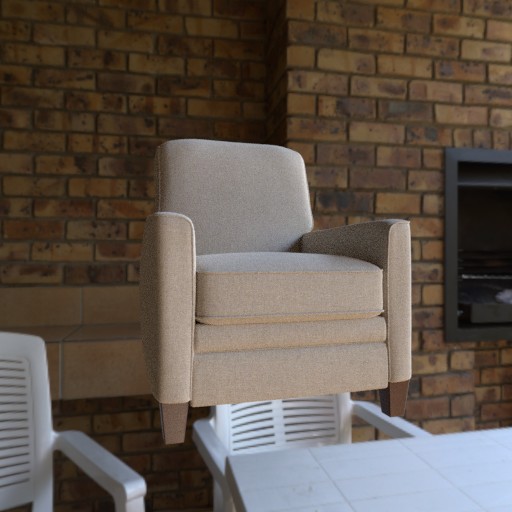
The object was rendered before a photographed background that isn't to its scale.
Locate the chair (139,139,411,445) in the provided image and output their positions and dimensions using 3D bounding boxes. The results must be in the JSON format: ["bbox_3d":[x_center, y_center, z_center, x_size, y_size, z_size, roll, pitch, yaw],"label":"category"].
[{"bbox_3d":[0.000,0.000,1.665,0.845,1.023,0.859,0,0,-17],"label":"chair"}]
